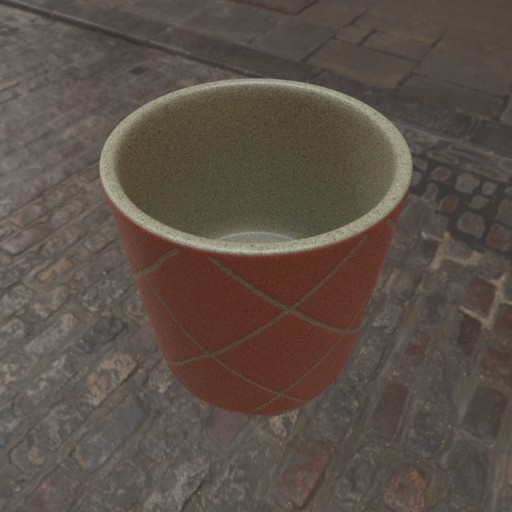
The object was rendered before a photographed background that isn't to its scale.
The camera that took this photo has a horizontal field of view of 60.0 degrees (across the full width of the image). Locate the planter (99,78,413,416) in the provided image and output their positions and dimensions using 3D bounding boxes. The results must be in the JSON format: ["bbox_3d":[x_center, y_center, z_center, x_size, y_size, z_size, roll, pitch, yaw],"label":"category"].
[{"bbox_3d":[0.000,0.000,0.347,0.191,0.200,0.191,0,46,0],"label":"planter"}]
